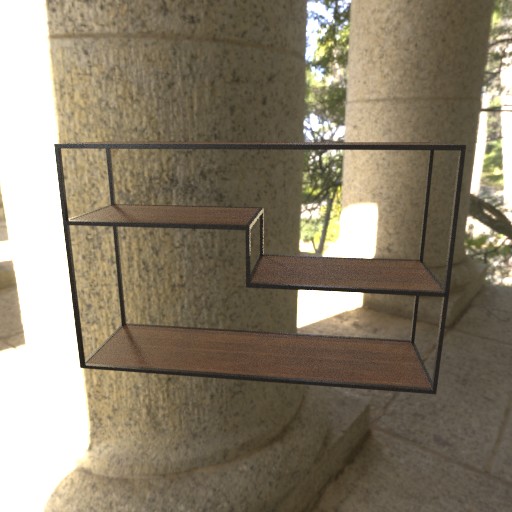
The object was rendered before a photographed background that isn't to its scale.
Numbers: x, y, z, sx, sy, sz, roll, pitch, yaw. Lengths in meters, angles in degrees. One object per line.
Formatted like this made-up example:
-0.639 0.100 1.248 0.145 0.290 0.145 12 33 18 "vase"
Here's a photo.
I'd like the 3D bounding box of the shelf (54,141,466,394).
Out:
0.000 0.000 1.548 1.201 0.765 0.361 2 16 8 "shelf"
